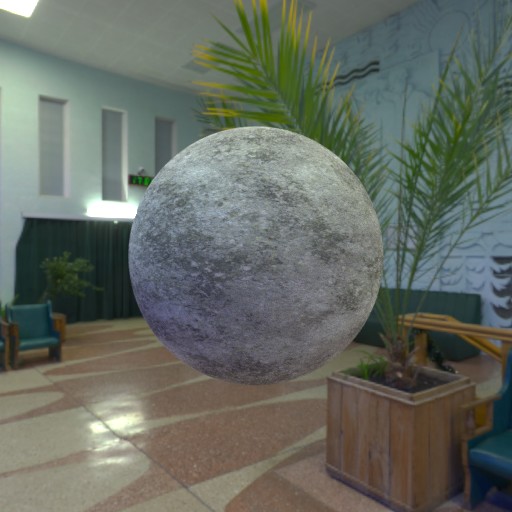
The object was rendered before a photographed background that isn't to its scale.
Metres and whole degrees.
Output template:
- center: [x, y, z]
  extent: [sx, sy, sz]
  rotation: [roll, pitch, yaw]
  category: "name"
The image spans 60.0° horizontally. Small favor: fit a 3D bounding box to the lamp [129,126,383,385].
- center: [0.000, 0.000, 0.763]
  extent: [0.422, 0.429, 0.422]
  rotation: [0, 0, 0]
  category: "lamp"
